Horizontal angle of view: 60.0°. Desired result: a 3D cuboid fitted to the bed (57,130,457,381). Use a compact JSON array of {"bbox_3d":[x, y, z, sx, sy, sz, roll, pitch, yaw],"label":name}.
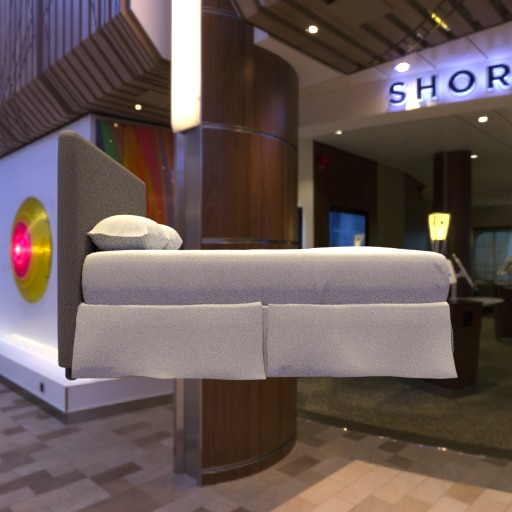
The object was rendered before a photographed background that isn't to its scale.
[{"bbox_3d":[0.000,0.000,3.151,2.142,1.330,1.748,0,0,-2],"label":"bed"}]
